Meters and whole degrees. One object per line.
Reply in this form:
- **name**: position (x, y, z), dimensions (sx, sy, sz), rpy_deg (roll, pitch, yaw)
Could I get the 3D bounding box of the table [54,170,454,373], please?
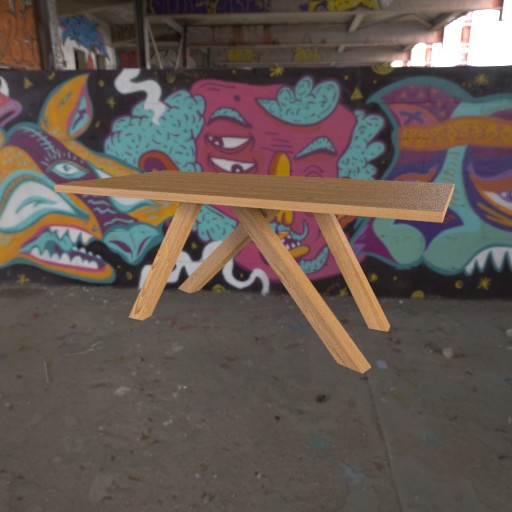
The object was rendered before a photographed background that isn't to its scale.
- **table**: position (0.000, 0.000, 2.326), dimensions (1.797, 0.750, 0.901), rpy_deg (7, 17, 24)
